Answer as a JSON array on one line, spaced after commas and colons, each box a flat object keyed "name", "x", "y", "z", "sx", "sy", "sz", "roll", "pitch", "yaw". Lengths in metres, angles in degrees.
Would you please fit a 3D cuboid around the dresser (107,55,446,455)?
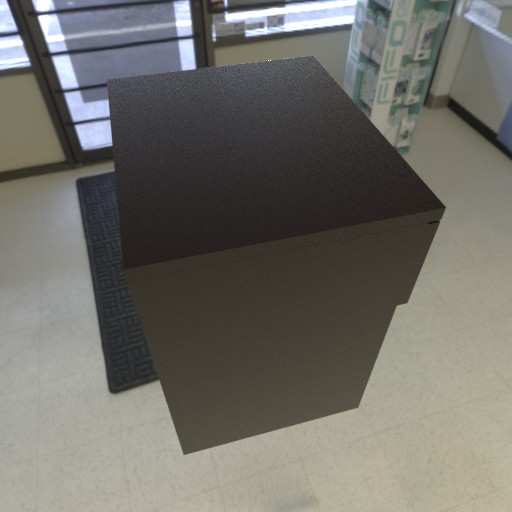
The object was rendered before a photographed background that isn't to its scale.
[{"name": "dresser", "x": 0.000, "y": 0.000, "z": 0.741, "sx": 0.360, "sy": 0.470, "sz": 0.400, "roll": -11, "pitch": 47, "yaw": -10}]
